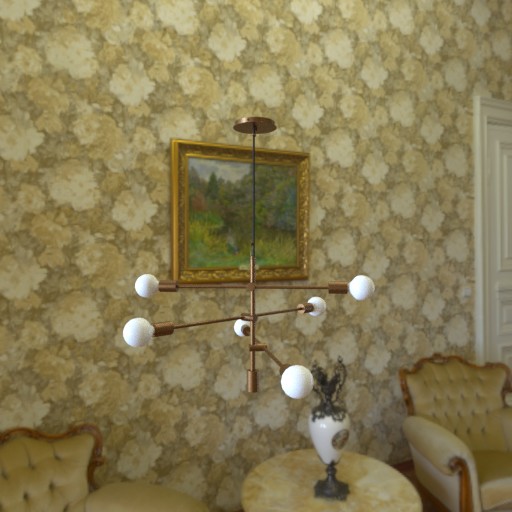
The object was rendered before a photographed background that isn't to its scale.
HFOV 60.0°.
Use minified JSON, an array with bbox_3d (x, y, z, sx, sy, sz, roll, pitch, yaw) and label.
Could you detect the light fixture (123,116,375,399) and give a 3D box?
[{"bbox_3d":[0.000,0.000,1.231,0.637,0.744,0.682,0,0,18],"label":"light fixture"}]
